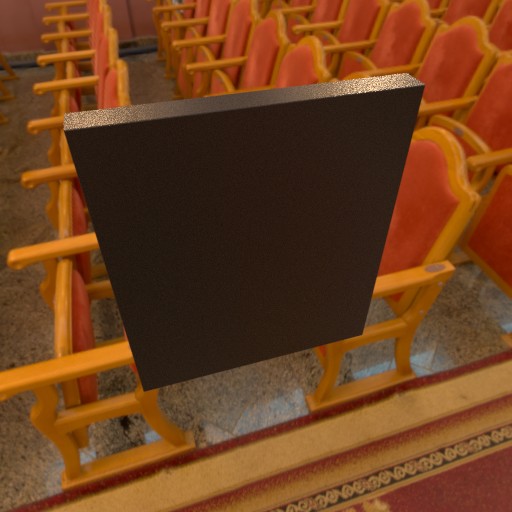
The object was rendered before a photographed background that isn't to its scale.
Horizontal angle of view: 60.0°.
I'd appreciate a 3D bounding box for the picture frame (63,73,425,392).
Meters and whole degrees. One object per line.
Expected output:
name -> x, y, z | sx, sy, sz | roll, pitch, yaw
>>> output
picture frame -> 0.000, 0.000, 0.523 | 0.328, 0.378, 0.034 | -12, 43, -13
